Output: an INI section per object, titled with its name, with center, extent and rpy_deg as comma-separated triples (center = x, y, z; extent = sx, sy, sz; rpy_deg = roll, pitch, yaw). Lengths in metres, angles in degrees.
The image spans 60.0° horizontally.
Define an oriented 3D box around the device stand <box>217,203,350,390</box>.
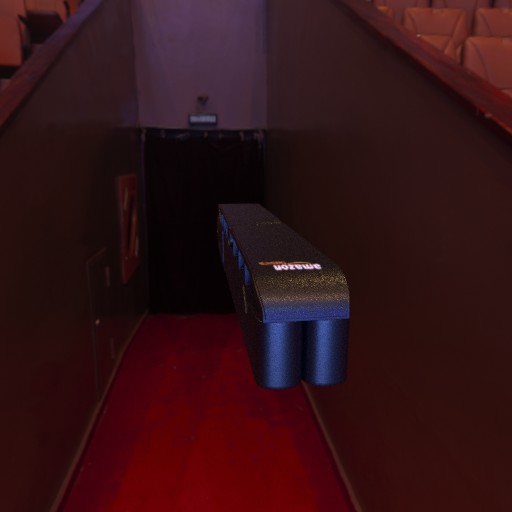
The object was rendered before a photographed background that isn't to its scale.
[device stand]
center = 0.000, 0.000, 0.194
extent = 0.026, 0.030, 0.179
rpy_deg = -2, 13, -8
